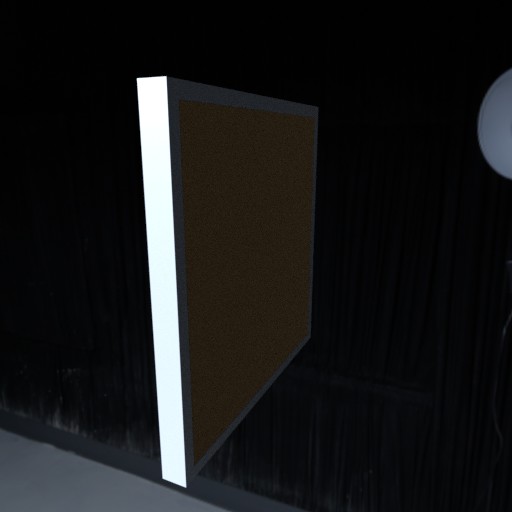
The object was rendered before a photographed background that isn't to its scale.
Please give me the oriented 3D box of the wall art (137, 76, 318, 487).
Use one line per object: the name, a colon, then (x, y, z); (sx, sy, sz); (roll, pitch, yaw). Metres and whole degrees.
wall art: (0.000, 0.000, 0.747); (0.038, 0.506, 0.506); (7, 16, 25)
